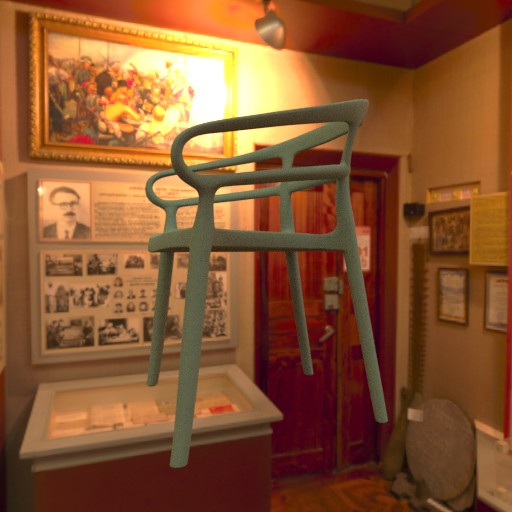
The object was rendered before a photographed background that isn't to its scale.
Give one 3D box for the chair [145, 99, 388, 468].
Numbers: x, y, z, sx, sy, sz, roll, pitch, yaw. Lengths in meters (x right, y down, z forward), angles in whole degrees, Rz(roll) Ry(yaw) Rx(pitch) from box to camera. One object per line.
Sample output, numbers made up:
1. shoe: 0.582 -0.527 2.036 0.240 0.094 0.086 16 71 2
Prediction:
1. chair: 0.000 0.000 1.117 0.527 0.761 0.559 -1 2 -19
